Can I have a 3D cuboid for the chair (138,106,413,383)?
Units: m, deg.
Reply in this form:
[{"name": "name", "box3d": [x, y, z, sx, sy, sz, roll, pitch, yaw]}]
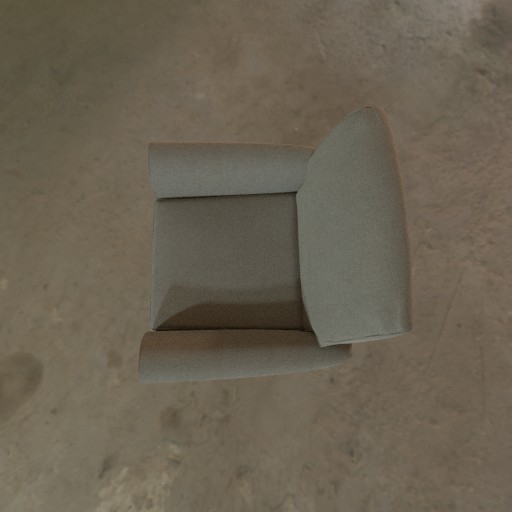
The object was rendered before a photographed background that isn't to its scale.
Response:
[{"name": "chair", "box3d": [0.000, 0.000, 1.808, 0.905, 1.061, 0.978, -1, 75, 0]}]
